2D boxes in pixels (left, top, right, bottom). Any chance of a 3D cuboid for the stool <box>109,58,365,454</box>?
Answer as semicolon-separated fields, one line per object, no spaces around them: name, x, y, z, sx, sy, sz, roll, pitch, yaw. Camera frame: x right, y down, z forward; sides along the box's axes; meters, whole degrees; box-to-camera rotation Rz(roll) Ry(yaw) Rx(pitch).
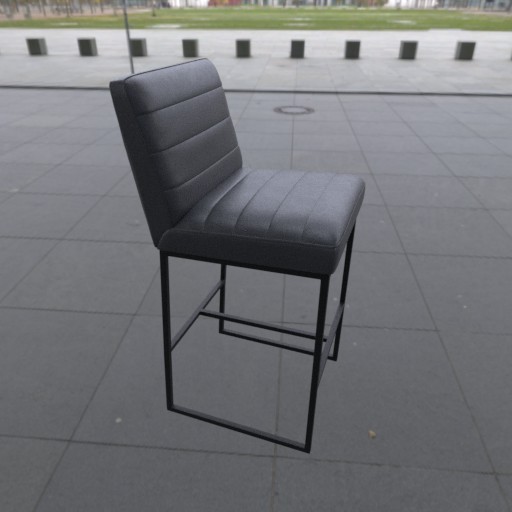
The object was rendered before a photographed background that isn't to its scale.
stool;0.000;0.000;1.327;0.552;1.040;0.457;10;31;17
